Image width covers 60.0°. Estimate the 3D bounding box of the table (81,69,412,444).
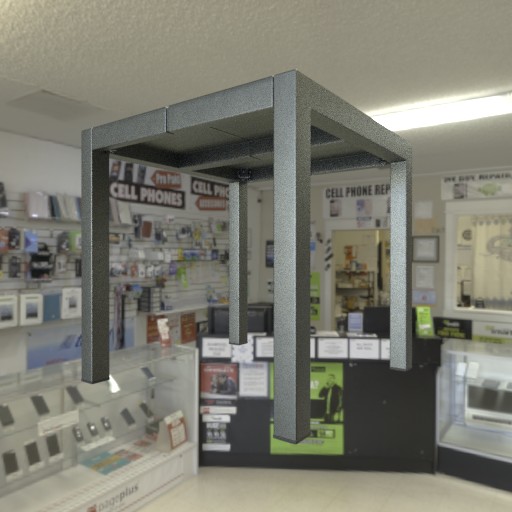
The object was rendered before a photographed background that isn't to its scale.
[{"bbox_3d":[0.000,0.000,0.951,0.508,0.508,0.508,0,0,36],"label":"table"}]
